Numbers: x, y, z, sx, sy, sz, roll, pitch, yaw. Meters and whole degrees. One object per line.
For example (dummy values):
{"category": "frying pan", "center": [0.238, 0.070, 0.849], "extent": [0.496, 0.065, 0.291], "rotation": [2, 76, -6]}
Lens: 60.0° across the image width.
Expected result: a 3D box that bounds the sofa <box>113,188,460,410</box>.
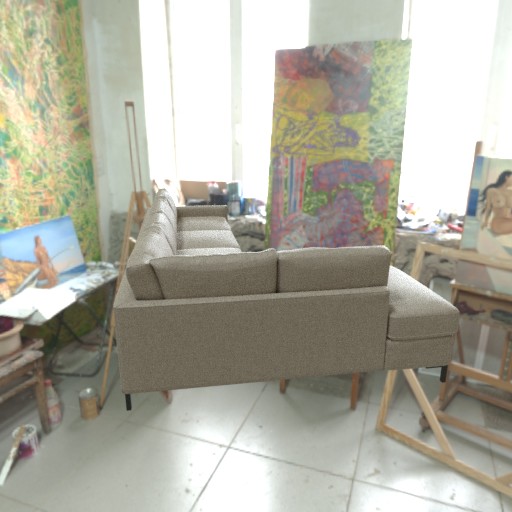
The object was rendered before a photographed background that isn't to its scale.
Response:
{"category": "sofa", "center": [0.000, 0.000, 3.131], "extent": [1.617, 0.703, 2.423], "rotation": [-3, 17, -9]}
